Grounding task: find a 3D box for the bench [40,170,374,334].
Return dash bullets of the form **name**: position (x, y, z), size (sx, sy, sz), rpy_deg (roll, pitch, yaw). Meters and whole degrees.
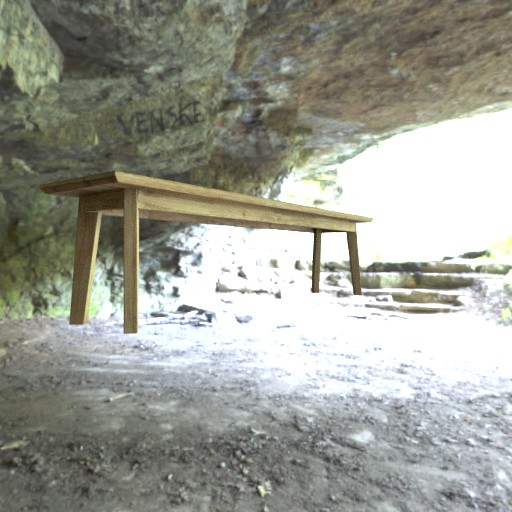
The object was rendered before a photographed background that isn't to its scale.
- **bench**: position (0.000, 0.000, 1.917), size (0.378, 0.431, 1.698), rpy_deg (0, 0, 37)
